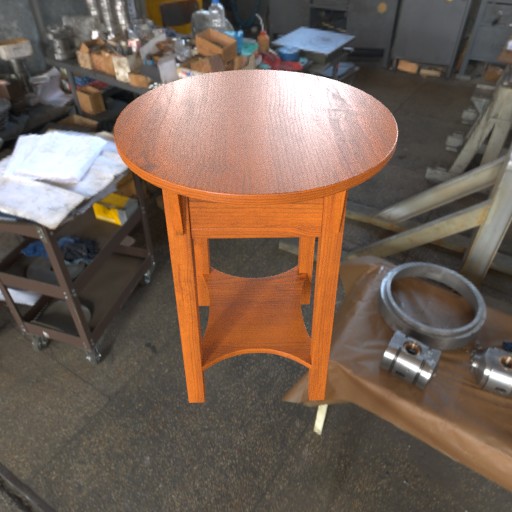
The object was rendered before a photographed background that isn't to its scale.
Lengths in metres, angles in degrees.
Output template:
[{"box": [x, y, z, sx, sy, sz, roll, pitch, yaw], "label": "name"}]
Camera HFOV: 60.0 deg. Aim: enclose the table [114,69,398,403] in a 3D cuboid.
[{"box": [0.000, 0.000, 0.932, 0.457, 0.610, 0.457, 0, 41, 0], "label": "table"}]
